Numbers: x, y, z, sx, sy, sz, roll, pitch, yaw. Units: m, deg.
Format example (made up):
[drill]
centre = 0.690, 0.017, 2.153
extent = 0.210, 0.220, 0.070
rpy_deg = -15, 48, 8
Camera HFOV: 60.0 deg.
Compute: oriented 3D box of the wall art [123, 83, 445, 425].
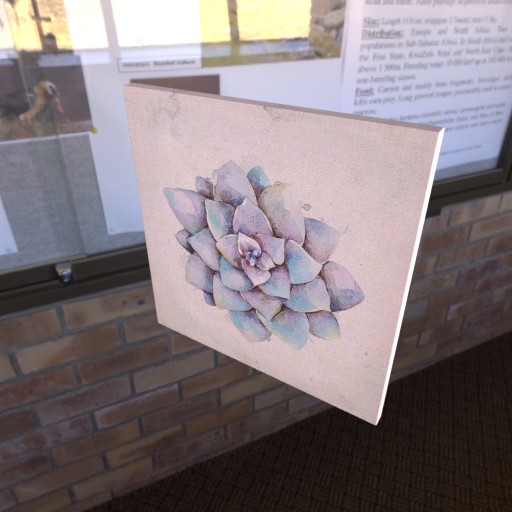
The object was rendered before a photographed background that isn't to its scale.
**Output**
[wall art]
centre = 0.000, 0.000, 1.137
extent = 0.762, 0.762, 0.038
rpy_deg = 18, 36, 27
